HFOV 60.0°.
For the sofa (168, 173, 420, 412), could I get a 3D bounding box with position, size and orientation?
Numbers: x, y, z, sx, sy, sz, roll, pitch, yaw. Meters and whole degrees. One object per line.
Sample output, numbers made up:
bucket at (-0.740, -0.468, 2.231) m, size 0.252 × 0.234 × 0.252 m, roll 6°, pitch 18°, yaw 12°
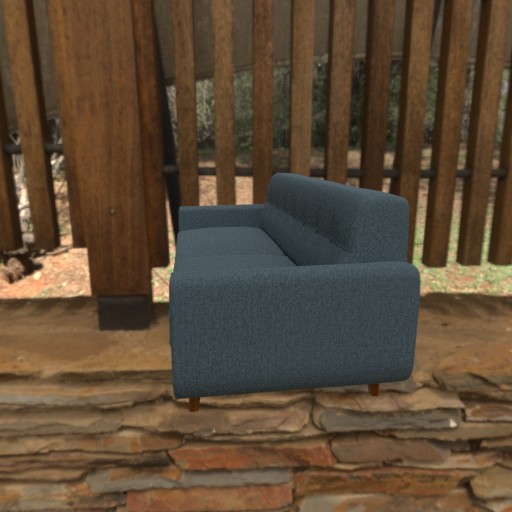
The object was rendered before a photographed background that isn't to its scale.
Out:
sofa at (0.000, 0.000, 2.581) m, size 0.942 × 0.884 × 2.055 m, roll -2°, pitch 13°, yaw -8°
